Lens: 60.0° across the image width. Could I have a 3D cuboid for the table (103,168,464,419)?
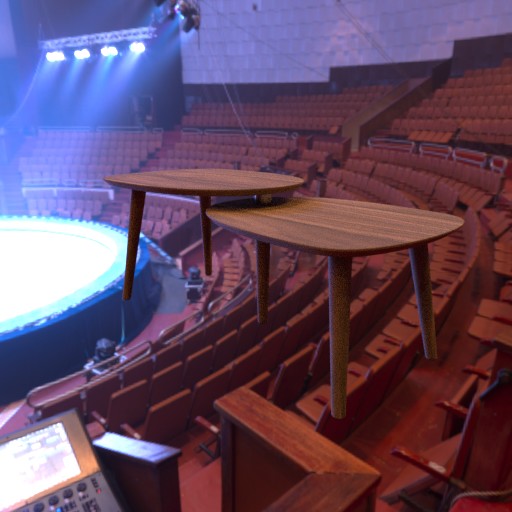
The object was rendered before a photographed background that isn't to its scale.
[{"bbox_3d":[0.000,0.000,1.322,0.527,0.429,1.084,-14,21,-41],"label":"table"}]
